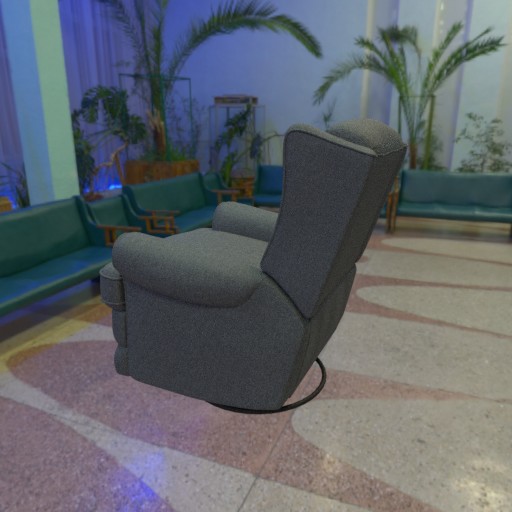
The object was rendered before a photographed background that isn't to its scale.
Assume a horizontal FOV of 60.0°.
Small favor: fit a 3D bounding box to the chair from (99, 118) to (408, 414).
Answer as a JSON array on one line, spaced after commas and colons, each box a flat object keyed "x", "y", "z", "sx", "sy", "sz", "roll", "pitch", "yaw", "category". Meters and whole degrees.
[{"x": 0.000, "y": 0.000, "z": 1.708, "sx": 0.969, "sy": 1.011, "sz": 0.847, "roll": 8, "pitch": 18, "yaw": 24, "category": "chair"}]
